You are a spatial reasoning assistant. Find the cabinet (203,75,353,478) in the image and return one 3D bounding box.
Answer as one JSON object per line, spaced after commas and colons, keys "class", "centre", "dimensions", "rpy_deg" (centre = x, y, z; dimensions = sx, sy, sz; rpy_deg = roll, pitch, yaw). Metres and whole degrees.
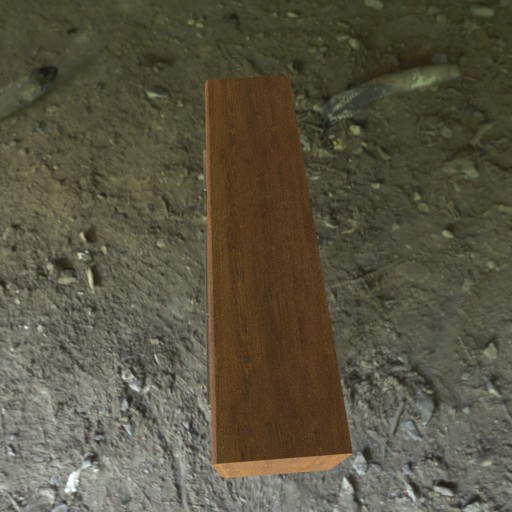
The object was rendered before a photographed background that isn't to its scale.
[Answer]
{"class": "cabinet", "centre": [0.000, 0.000, 1.835], "dimensions": [0.419, 0.510, 1.600], "rpy_deg": [-3, 59, -2]}
